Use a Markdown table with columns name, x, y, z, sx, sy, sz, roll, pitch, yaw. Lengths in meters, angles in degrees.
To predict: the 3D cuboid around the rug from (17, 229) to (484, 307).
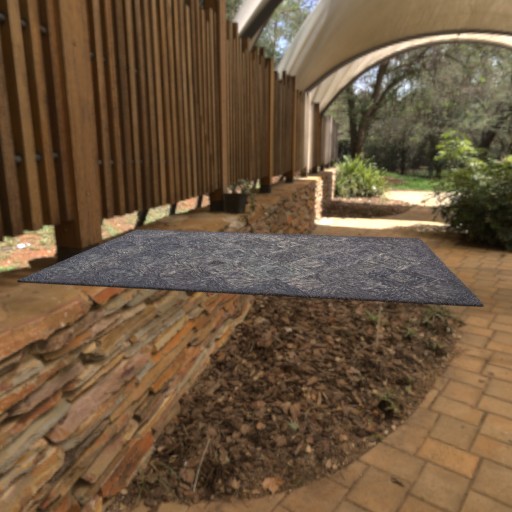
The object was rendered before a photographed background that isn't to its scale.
| name | x | y | z | sx | sy | sz | roll | pitch | yaw |
| --- | --- | --- | --- | --- | --- | --- | --- | --- | --- |
| rug | 0.000 | 0.000 | 2.176 | 1.754 | 0.010 | 1.139 | 2 | 14 | 9 |
